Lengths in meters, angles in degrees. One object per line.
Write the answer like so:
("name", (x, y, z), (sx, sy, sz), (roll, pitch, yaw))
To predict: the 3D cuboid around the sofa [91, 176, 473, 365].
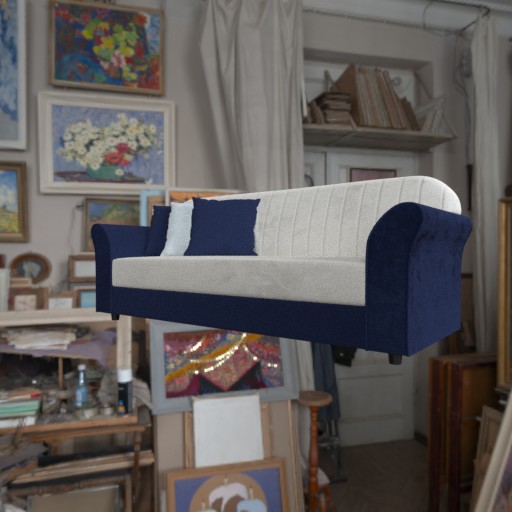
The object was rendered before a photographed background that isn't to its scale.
("sofa", (0.000, 0.000, 2.408), (2.006, 0.789, 0.749), (0, 1, 38))
